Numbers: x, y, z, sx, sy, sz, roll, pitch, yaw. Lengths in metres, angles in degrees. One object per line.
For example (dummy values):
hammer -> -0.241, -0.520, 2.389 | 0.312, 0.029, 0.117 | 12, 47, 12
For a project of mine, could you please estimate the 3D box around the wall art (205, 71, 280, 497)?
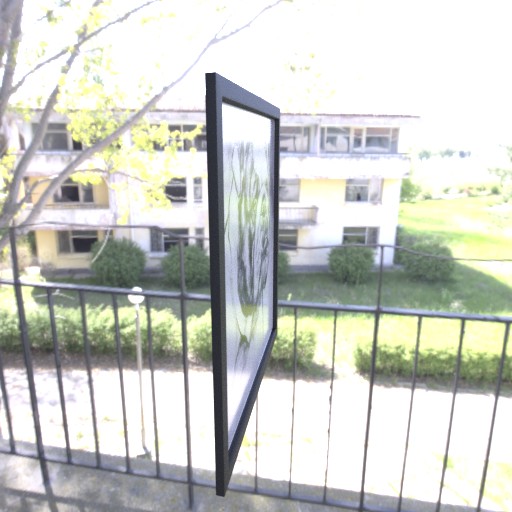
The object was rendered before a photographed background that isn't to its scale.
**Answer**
wall art -> 0.000, 0.000, 0.969 | 0.016, 0.659, 0.663 | 3, 15, 10
